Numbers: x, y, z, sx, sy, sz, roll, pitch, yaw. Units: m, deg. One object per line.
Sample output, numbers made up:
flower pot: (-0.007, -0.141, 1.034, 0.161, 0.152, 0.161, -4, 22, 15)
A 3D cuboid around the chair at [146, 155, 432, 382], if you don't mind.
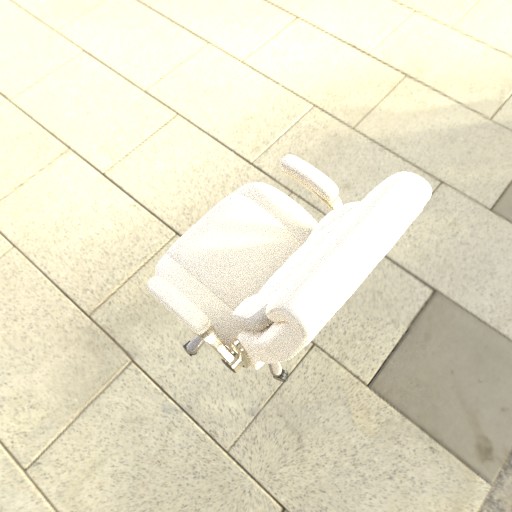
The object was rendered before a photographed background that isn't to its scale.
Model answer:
chair: (0.000, 0.000, 1.593, 0.794, 1.110, 0.740, 35, 68, 16)
